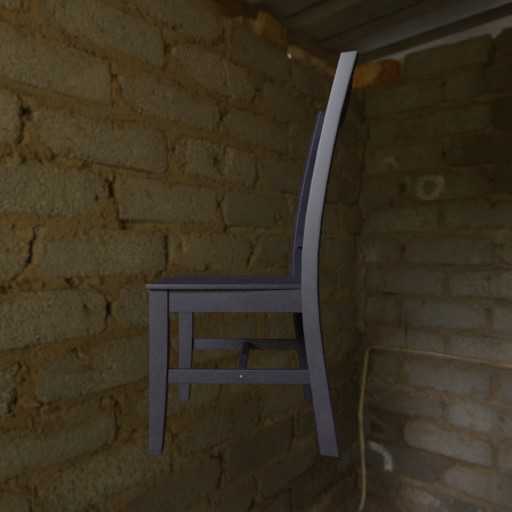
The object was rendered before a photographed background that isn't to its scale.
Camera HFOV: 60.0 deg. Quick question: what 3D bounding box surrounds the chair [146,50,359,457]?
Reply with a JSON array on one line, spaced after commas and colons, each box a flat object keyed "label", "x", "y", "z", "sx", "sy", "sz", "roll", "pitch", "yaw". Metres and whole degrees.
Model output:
[{"label": "chair", "x": 0.000, "y": 0.000, "z": 1.306, "sx": 0.542, "sy": 0.983, "sz": 0.485, "roll": 0, "pitch": 0, "yaw": 1}]
